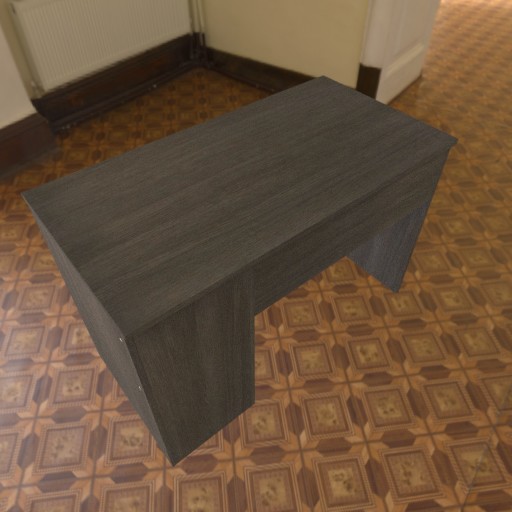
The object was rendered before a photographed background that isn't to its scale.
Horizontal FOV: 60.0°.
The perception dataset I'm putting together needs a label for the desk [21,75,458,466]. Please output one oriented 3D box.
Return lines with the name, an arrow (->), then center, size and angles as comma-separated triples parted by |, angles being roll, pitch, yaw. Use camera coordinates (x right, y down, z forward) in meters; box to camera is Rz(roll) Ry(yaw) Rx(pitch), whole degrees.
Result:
desk -> 0.000, 0.000, 1.484 | 1.096, 0.730, 0.560 | -30, 53, -26
